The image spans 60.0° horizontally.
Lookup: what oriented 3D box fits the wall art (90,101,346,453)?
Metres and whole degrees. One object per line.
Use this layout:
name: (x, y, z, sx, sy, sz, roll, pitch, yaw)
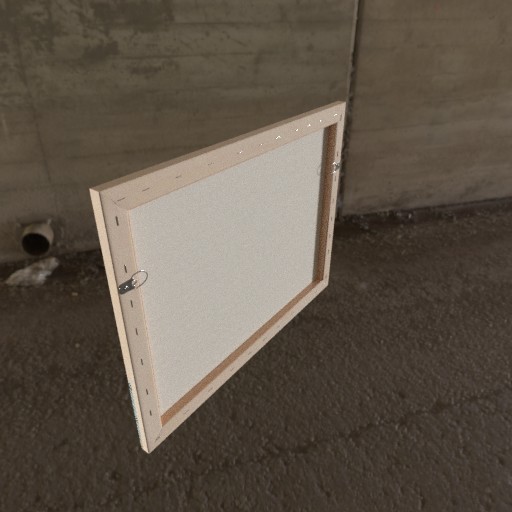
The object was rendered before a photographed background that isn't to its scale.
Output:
wall art: (0.000, 0.000, 1.646, 0.042, 0.912, 1.219, 20, 36, 31)
